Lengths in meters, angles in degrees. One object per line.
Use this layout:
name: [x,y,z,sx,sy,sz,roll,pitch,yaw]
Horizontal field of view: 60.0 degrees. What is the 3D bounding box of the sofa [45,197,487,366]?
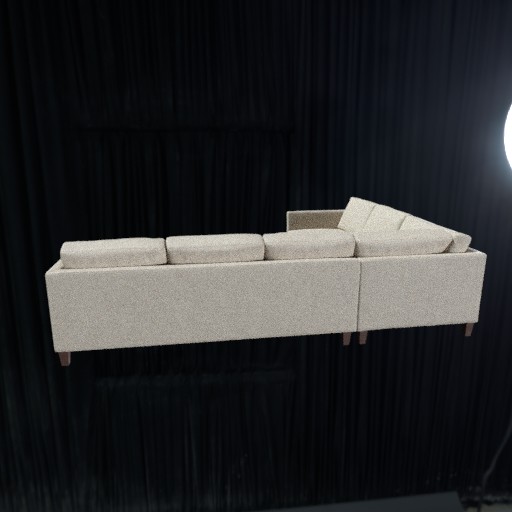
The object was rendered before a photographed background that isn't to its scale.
sofa: [0.000,0.000,4.321,3.182,0.863,2.432,-2,14,-9]
